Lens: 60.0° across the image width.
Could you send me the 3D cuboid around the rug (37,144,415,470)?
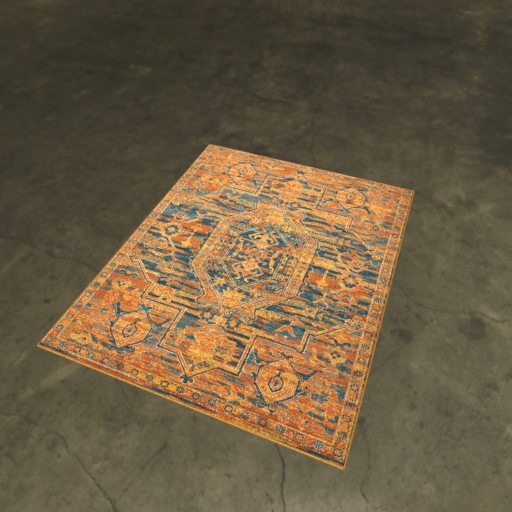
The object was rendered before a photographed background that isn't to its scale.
[{"bbox_3d":[0.000,0.000,4.080,2.435,0.031,3.040,16,49,15],"label":"rug"}]
